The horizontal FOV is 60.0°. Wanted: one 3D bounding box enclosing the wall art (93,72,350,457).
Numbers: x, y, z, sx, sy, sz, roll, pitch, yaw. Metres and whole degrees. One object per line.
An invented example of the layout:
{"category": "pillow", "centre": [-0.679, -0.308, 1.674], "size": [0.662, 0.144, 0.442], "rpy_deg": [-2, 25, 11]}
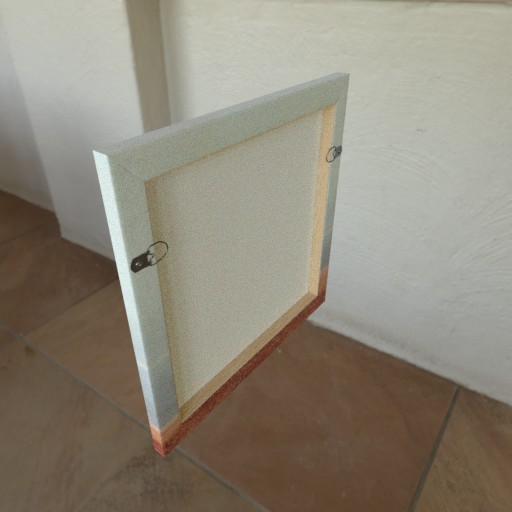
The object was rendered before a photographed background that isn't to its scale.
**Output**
{"category": "wall art", "centre": [0.000, 0.000, 0.598], "size": [0.023, 0.405, 0.405], "rpy_deg": [23, 40, 31]}
